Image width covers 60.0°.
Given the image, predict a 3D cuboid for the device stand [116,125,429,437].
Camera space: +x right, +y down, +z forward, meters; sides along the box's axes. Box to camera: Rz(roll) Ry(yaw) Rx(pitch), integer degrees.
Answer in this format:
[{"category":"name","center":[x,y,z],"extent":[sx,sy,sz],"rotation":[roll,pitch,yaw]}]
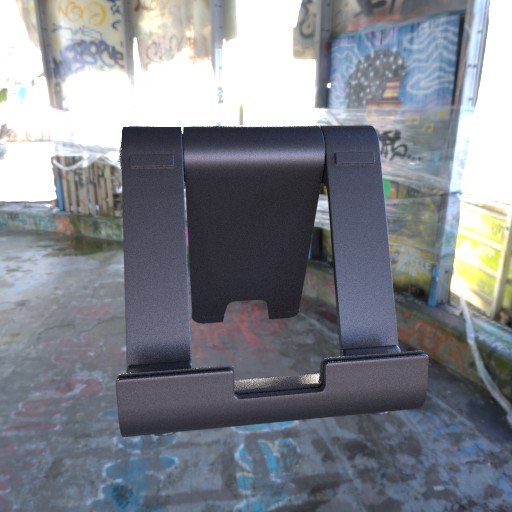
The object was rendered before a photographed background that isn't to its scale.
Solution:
[{"category":"device stand","center":[0.000,0.000,0.149],"extent":[0.088,0.084,0.079],"rotation":[-3,18,-8]}]
